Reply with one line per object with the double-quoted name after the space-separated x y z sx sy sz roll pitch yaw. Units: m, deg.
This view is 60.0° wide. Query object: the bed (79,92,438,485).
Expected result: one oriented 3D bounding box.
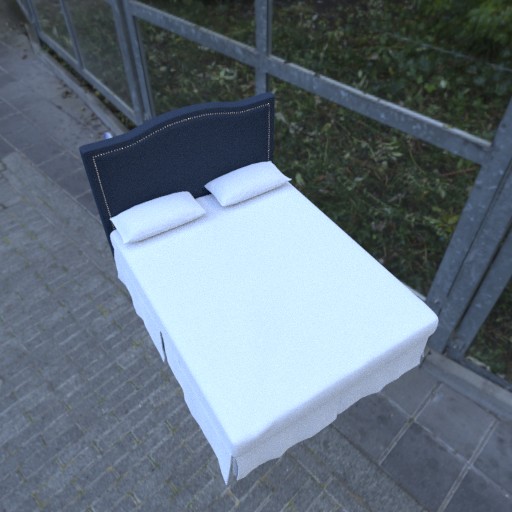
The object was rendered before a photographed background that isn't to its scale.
0.000 0.000 3.379 1.821 1.436 2.282 -24 51 -22 "bed"
